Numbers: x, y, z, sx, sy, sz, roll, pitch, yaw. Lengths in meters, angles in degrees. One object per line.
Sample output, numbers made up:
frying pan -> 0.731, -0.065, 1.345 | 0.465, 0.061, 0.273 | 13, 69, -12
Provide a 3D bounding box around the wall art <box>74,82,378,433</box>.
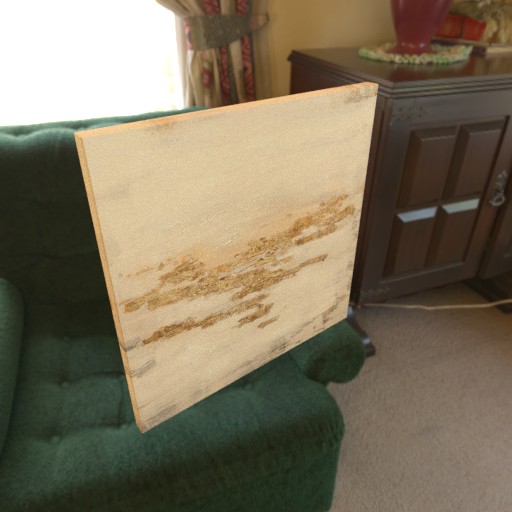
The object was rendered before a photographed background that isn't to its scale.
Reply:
wall art -> 0.000, 0.000, 1.132 | 0.753, 0.755, 0.038 | -22, 38, -31
